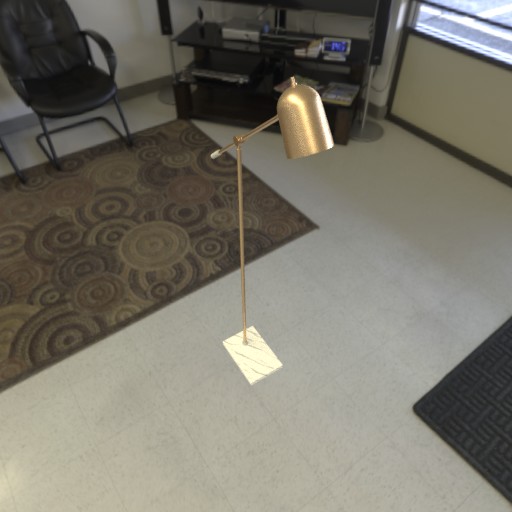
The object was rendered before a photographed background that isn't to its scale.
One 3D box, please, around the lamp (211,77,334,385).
[{"bbox_3d":[0.000,0.000,1.796,0.194,1.594,0.653,-24,50,-22],"label":"lamp"}]
